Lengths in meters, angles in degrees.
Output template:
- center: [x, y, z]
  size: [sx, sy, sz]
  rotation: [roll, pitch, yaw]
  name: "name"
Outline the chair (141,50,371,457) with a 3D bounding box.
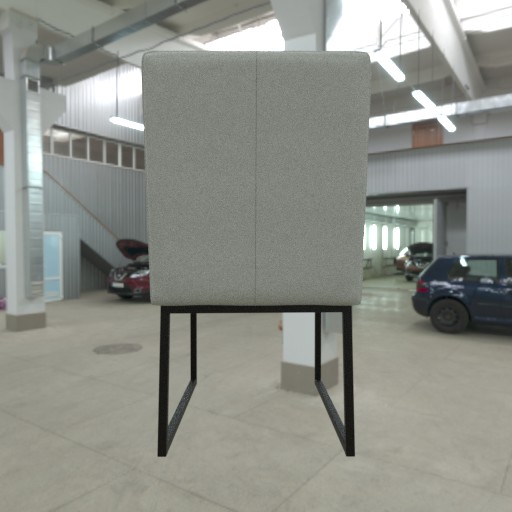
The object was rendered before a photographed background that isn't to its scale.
- center: [0.000, 0.000, 1.283]
  size: [0.520, 0.930, 0.634]
  rotation: [0, 1, 0]
  name: "chair"
